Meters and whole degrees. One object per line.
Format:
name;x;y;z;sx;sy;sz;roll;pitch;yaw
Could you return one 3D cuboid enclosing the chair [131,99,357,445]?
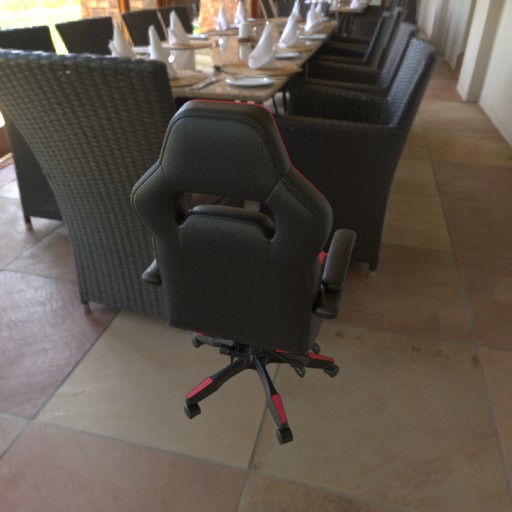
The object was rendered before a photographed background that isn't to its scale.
chair;0.000;0.000;1.642;0.700;1.220;0.700;9;33;15
